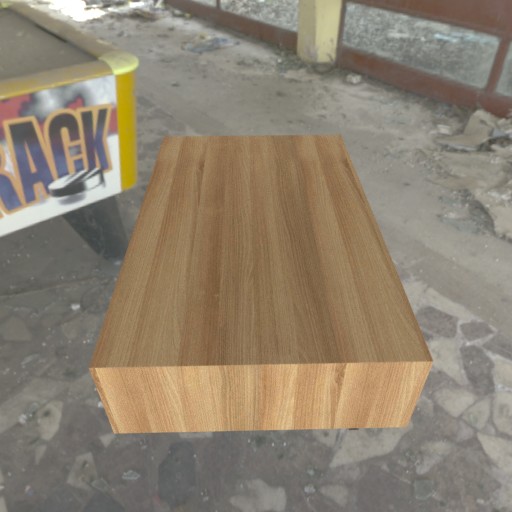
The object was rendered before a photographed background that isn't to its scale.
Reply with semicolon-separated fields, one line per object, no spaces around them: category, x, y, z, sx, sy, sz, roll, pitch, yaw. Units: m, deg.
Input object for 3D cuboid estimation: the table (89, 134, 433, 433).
table;0.000;0.000;1.429;0.700;0.330;1.100;-1;39;-1
